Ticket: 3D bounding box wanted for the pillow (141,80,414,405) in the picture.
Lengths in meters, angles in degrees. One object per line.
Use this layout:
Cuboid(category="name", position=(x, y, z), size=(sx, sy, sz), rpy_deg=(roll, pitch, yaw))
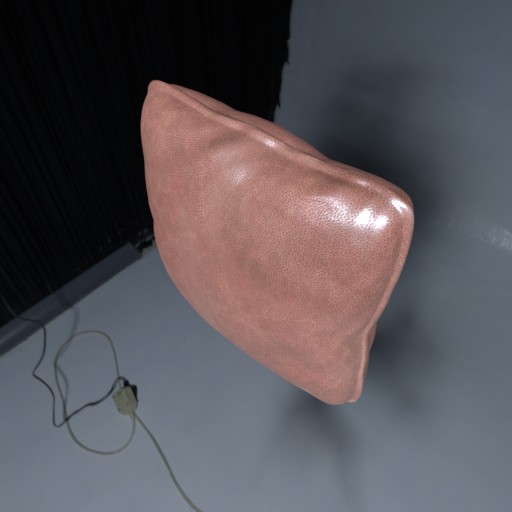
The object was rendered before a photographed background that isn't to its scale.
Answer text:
Cuboid(category="pillow", position=(0.000, 0.000, 0.825), size=(0.532, 0.523, 0.236), rpy_deg=(33, 54, 28))
